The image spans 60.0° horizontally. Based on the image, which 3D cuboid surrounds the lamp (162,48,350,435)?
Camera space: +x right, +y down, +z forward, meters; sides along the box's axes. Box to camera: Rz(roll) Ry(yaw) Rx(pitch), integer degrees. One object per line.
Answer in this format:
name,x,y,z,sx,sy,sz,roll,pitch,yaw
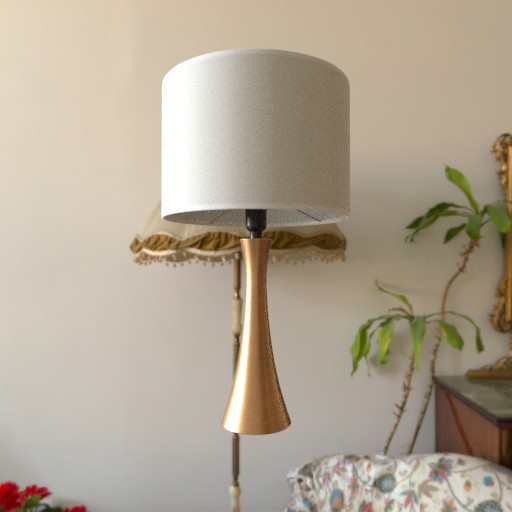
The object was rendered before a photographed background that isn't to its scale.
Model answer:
lamp,0.000,0.000,0.644,0.268,0.479,0.268,1,-1,-36
